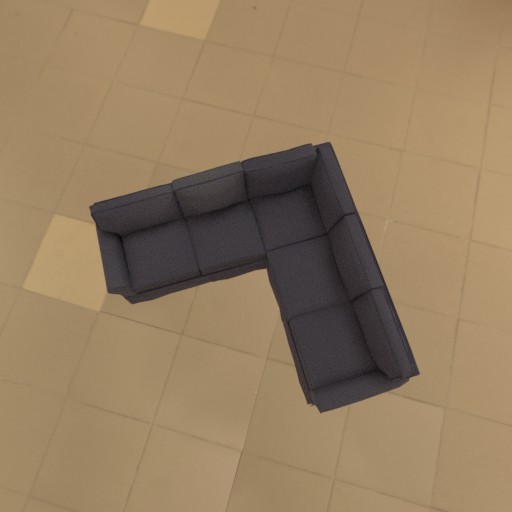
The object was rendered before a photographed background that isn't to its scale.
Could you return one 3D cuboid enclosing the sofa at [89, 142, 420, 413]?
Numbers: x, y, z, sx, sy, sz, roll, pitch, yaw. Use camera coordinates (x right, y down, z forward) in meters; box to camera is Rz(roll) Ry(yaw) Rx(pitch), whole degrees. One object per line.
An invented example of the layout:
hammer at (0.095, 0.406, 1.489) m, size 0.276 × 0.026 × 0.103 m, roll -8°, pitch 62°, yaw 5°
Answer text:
sofa at (0.000, 0.000, 4.972) m, size 3.773 × 1.169 × 2.874 m, roll 14°, pitch 73°, yaw 4°
